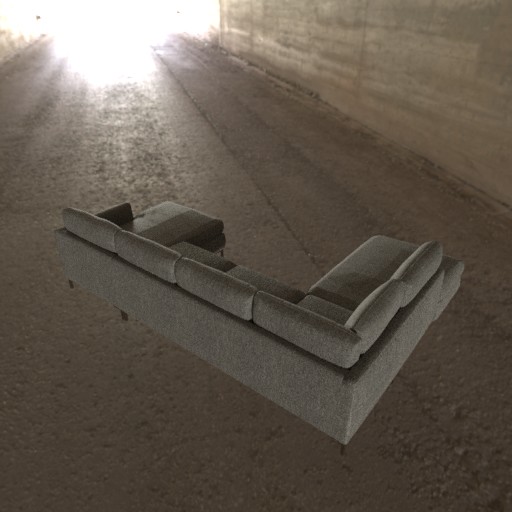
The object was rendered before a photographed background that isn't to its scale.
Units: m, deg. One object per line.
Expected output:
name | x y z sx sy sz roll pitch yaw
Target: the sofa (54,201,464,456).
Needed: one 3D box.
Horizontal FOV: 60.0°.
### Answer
sofa | 0.000 0.000 3.568 2.737 0.756 1.879 22 37 32
